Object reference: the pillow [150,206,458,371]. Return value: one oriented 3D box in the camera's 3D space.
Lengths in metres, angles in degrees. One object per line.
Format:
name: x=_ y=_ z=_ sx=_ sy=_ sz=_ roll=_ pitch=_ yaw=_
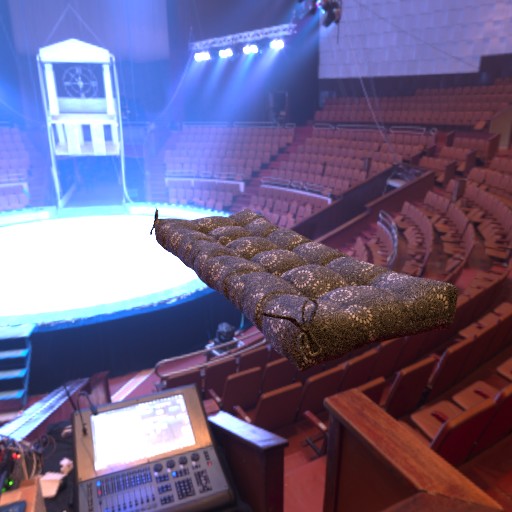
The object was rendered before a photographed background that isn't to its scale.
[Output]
pillow: x=0.000 y=0.000 z=1.411 sx=0.511 sy=0.174 sz=1.194 roll=-8 pitch=18 yaw=-26
